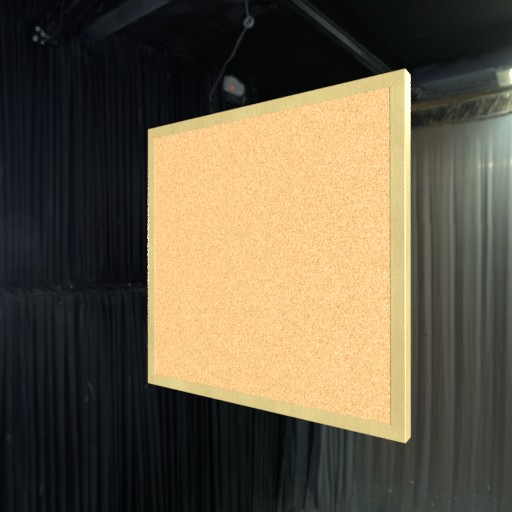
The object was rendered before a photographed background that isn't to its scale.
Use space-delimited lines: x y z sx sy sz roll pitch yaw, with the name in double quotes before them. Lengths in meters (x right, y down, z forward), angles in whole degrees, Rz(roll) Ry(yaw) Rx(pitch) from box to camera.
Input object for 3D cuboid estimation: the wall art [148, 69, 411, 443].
"wall art" 0.000 0.000 1.132 0.763 0.763 0.037 0 0 34
